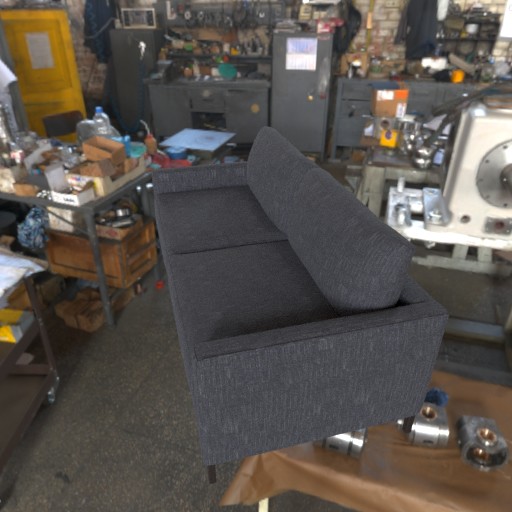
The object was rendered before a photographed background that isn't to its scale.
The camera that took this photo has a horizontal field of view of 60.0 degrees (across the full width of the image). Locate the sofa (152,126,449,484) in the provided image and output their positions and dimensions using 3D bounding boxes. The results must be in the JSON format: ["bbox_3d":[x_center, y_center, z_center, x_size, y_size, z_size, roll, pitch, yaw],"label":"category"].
[{"bbox_3d":[0.000,0.000,2.147,0.866,0.862,1.716,-8,31,-13],"label":"sofa"}]
